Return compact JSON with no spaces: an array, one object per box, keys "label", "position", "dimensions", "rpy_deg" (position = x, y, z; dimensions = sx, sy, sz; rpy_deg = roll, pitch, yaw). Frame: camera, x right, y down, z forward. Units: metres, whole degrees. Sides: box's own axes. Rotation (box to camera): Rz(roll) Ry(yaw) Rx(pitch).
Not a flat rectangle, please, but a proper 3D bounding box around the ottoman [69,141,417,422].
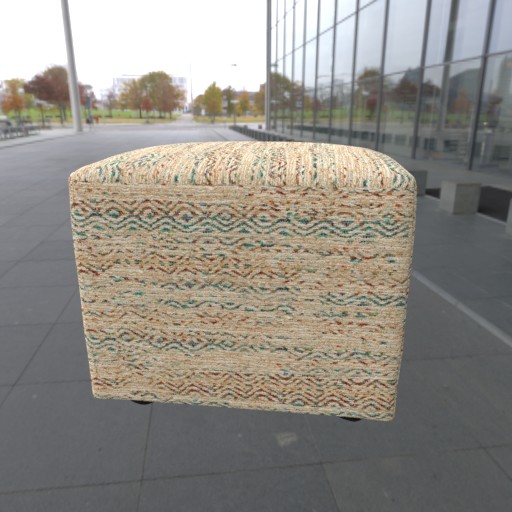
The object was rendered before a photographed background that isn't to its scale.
[{"label":"ottoman","position":[0.000,0.000,0.914],"dimensions":[0.521,0.453,0.512],"rpy_deg":[2,18,7]}]
